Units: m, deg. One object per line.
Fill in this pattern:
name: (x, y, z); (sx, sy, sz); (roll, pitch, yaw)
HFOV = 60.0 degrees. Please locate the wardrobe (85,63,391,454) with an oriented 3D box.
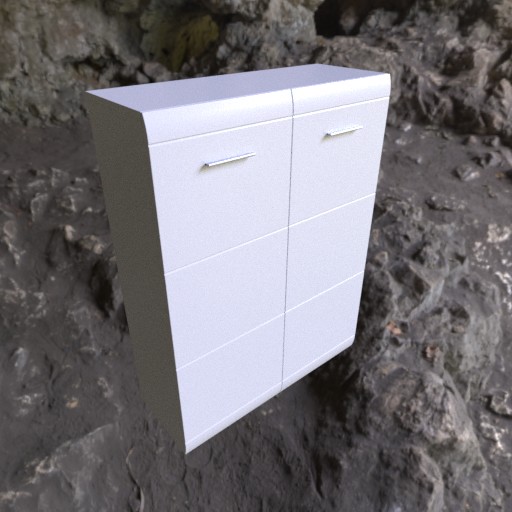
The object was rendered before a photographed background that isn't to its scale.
wardrobe: (0.000, 0.000, 1.624); (0.900, 1.200, 0.360); (-23, 37, -33)
